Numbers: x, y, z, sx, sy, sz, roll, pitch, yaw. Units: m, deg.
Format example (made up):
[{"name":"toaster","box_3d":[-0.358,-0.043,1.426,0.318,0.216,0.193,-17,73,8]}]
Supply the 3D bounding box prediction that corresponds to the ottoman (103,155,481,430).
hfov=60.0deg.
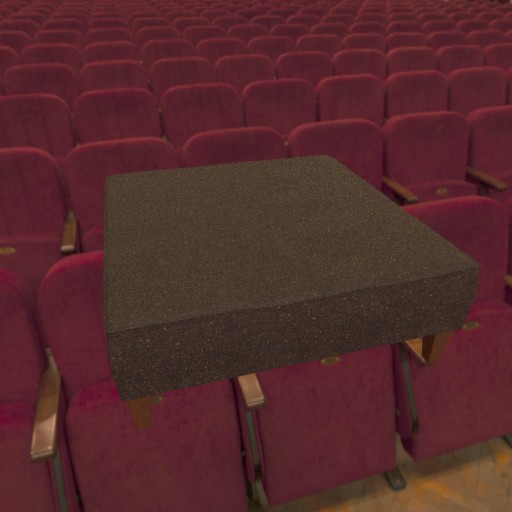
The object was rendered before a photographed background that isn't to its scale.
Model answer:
[{"name":"ottoman","box_3d":[0.000,0.000,1.549,0.968,0.382,1.004,-8,32,-14]}]
